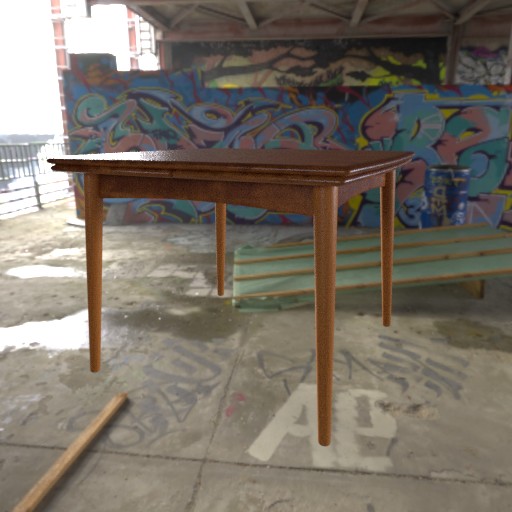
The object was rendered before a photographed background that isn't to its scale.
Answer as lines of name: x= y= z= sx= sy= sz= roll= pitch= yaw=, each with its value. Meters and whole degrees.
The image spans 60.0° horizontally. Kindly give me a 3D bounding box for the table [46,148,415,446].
table: x=0.000 y=0.000 z=1.674 sx=0.991 sy=0.754 sz=0.991 roll=8 pitch=17 yaw=26
